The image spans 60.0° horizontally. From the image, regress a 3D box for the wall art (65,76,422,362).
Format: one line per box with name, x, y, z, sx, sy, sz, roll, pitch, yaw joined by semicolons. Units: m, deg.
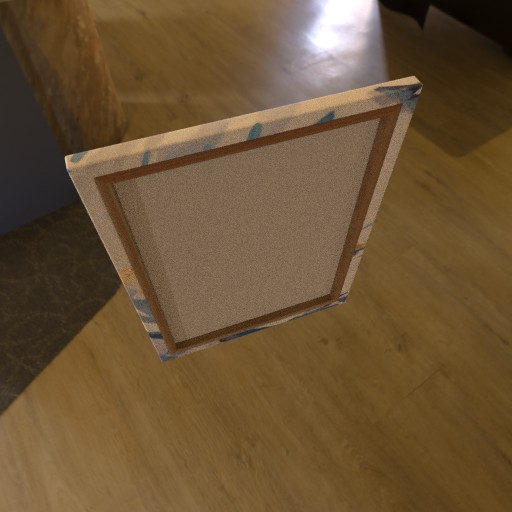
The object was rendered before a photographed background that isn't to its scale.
wall art;0.000;0.000;1.326;0.761;1.015;0.038;-16;58;-11
